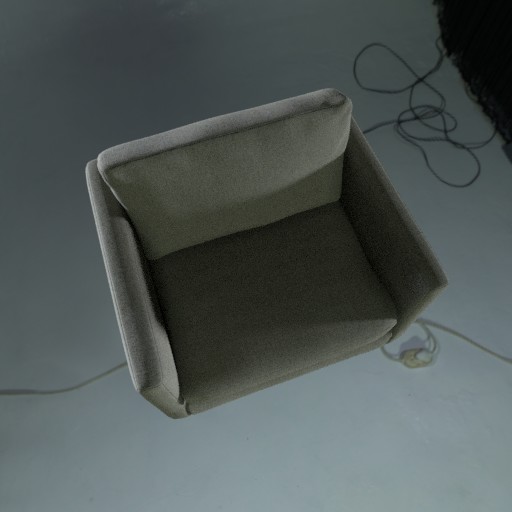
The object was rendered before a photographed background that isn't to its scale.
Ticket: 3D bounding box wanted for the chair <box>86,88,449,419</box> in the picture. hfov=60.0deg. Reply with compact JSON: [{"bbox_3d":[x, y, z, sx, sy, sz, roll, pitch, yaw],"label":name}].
[{"bbox_3d":[0.000,0.000,1.823,1.107,0.963,0.959,-18,65,-9],"label":"chair"}]
